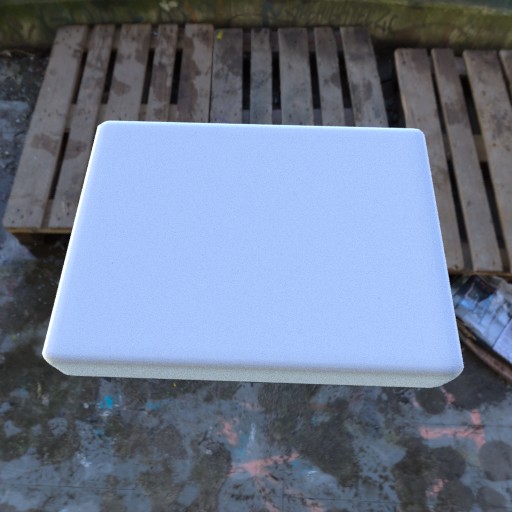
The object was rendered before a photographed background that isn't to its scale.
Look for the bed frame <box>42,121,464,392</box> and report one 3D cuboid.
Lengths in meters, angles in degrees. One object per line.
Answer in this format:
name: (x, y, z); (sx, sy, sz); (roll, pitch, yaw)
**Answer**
bed frame: (0.000, 0.000, 2.720); (2.037, 0.677, 1.528); (2, 64, 1)
